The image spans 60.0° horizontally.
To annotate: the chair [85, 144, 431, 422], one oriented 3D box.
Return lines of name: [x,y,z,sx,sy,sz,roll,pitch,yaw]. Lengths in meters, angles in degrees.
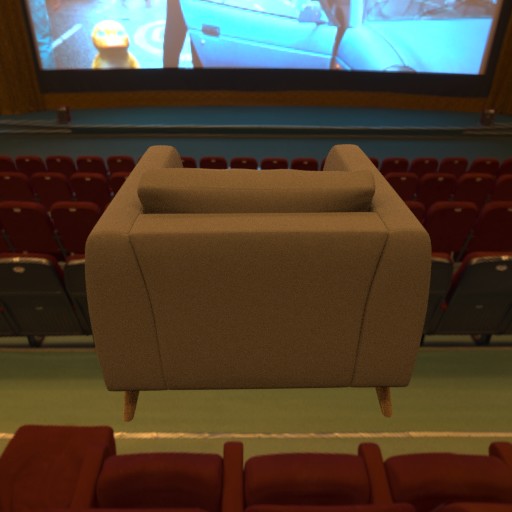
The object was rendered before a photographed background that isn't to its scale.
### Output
chair: [0.000,0.000,1.720,1.000,0.860,0.930,-1,29,-1]
